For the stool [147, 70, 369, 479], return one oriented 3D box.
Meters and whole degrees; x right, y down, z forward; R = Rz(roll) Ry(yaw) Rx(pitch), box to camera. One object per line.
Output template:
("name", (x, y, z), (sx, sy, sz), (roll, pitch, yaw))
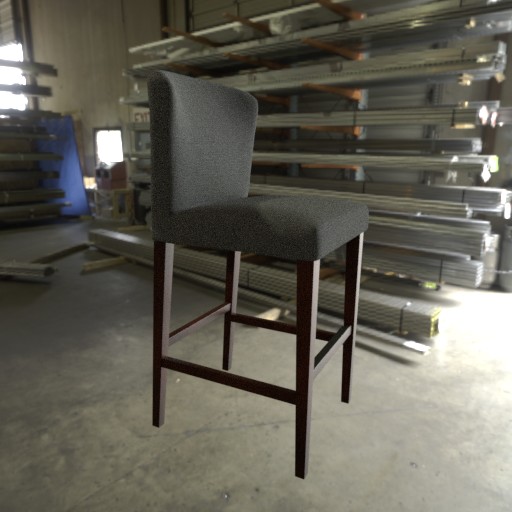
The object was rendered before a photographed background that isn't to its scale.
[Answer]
("stool", (0.000, 0.000, 1.346), (0.568, 1.069, 0.486), (7, 15, 27))
